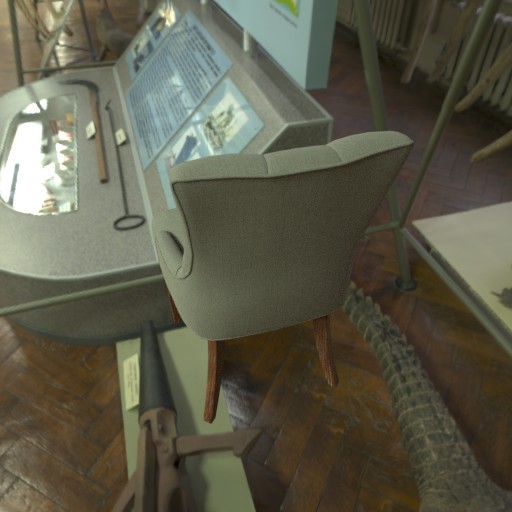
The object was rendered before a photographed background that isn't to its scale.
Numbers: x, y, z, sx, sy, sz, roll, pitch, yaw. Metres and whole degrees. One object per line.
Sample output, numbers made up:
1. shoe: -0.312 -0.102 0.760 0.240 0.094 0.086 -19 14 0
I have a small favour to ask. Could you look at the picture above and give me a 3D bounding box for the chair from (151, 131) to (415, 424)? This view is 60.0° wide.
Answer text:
1. chair: 0.000 0.000 1.200 0.509 0.874 0.565 -12 43 -13
